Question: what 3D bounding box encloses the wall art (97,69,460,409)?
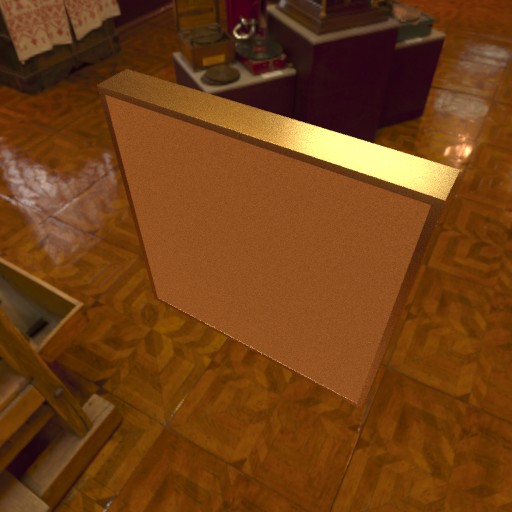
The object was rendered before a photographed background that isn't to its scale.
[{"bbox_3d":[0.000,0.000,0.457,0.304,0.304,0.038,24,51,21],"label":"wall art"}]
